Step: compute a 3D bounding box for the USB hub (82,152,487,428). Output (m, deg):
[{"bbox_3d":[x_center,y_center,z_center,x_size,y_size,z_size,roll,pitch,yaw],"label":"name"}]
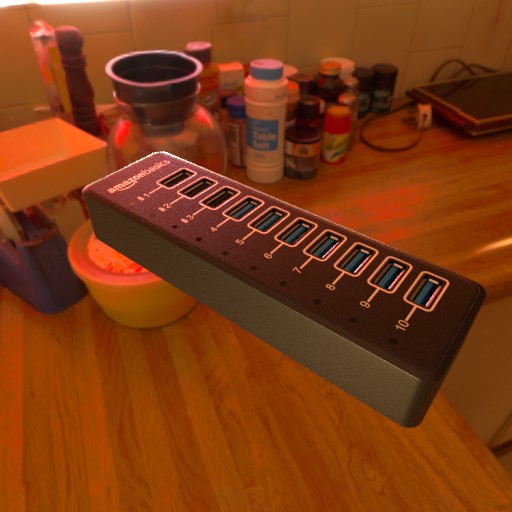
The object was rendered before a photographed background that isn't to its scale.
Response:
[{"bbox_3d":[0.000,0.000,0.161,0.145,0.023,0.044,27,47,28],"label":"USB hub"}]
